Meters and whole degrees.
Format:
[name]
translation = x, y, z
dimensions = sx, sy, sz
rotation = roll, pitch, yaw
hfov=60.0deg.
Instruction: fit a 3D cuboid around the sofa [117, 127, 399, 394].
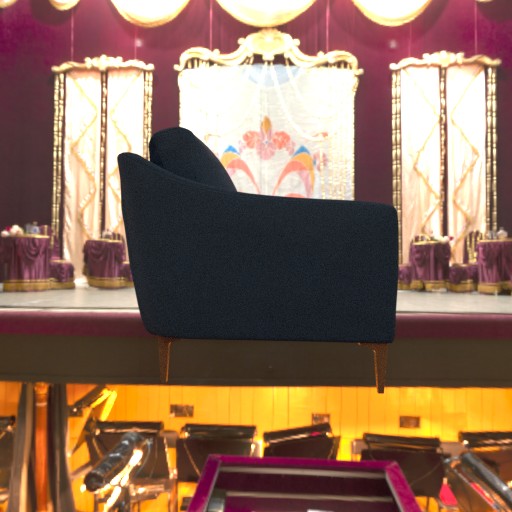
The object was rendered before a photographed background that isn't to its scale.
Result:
[sofa]
translation = 0.000, 0.000, 2.175
dimensions = 0.960, 0.902, 1.619
rotation = 0, -1, 2
